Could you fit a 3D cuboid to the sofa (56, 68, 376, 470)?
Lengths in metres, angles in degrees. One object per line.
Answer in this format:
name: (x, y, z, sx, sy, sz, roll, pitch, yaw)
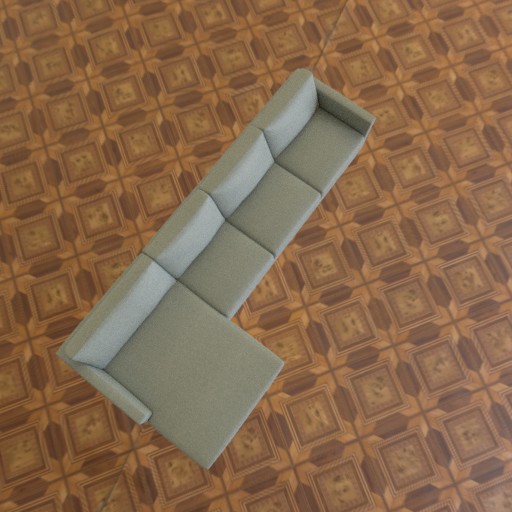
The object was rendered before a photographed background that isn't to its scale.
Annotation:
sofa: (0.000, 0.000, 4.139, 1.600, 0.953, 3.470, 36, 78, 9)
